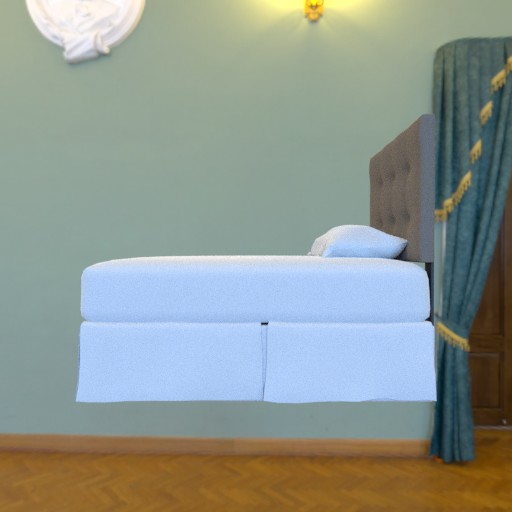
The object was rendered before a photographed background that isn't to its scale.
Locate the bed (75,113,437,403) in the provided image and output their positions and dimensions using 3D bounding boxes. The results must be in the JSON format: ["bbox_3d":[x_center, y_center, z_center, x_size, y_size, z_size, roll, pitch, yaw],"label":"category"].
[{"bbox_3d":[0.000,0.000,2.984,1.997,1.571,1.261,0,0,0],"label":"bed"}]
